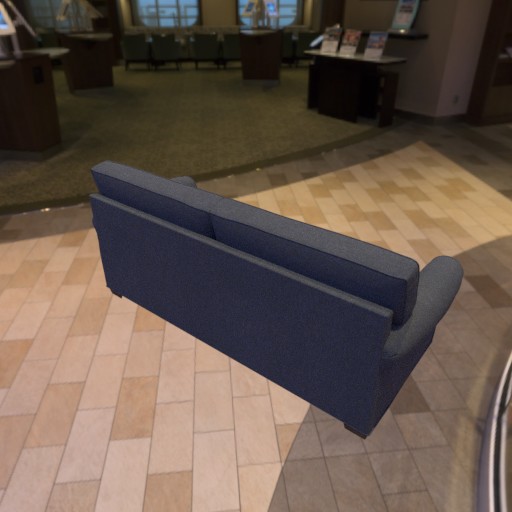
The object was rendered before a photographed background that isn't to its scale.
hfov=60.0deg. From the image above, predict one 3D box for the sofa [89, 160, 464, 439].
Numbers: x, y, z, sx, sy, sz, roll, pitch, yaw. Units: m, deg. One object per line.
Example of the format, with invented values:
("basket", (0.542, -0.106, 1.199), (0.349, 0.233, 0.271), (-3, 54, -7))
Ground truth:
("sofa", (0.000, 0.000, 2.914), (2.391, 1.026, 0.954), (22, 37, 32))
